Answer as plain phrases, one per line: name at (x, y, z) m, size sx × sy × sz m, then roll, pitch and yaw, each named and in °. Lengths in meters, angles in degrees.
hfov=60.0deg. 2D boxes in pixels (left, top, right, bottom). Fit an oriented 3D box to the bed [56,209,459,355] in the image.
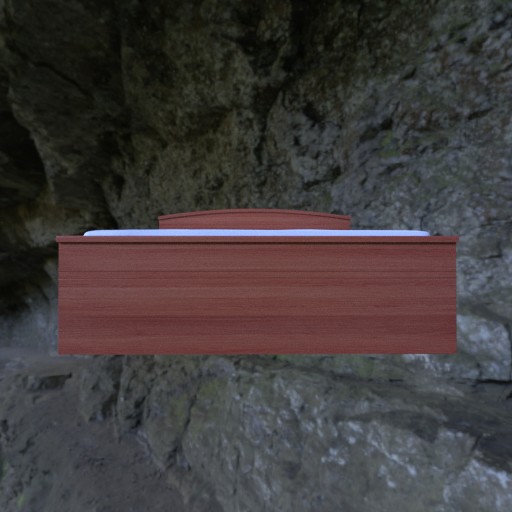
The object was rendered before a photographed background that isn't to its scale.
bed at (0.000, 0.000, 2.877) m, size 1.683 × 0.848 × 2.053 m, roll 0°, pitch -1°, yaw -1°
